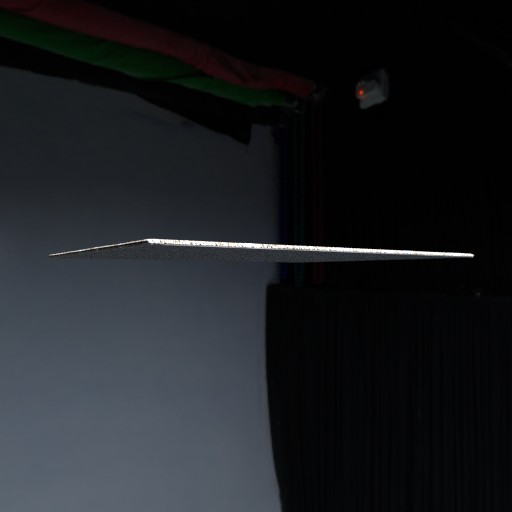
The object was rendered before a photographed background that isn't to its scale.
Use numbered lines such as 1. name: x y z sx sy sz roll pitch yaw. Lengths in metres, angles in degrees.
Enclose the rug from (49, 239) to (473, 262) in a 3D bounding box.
1. rug: 0.000 0.000 4.048 3.047 0.029 2.438 2 -3 -36
